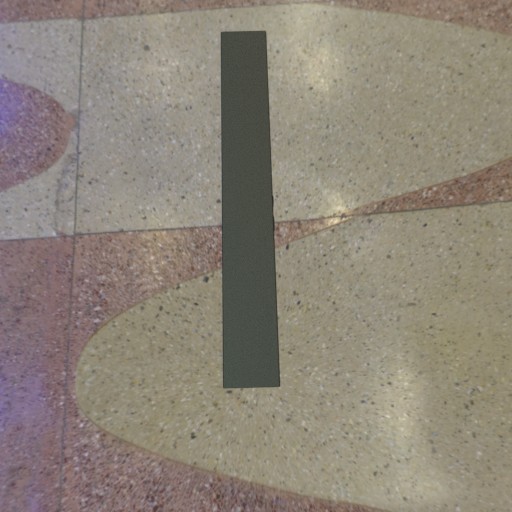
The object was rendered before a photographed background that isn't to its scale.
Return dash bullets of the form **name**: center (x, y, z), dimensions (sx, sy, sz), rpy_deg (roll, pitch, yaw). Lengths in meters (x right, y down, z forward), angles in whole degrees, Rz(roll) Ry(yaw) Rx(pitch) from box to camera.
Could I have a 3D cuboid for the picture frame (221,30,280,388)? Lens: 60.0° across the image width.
- **picture frame**: center (0.000, 0.000, 0.283), dimensions (0.028, 0.208, 0.157), rpy_deg (-1, 74, 0)
